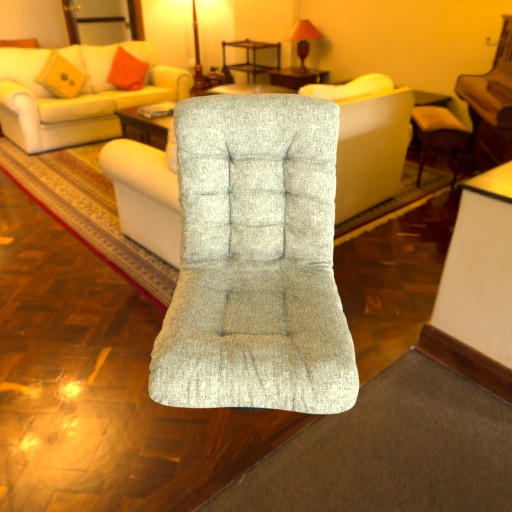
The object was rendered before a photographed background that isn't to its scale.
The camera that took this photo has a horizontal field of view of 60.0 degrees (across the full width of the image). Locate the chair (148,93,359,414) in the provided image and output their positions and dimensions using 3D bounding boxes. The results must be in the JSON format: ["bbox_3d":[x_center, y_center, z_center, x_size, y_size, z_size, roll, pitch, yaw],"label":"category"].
[{"bbox_3d":[0.000,0.000,0.983,0.400,0.600,0.583,0,30,1],"label":"chair"}]
